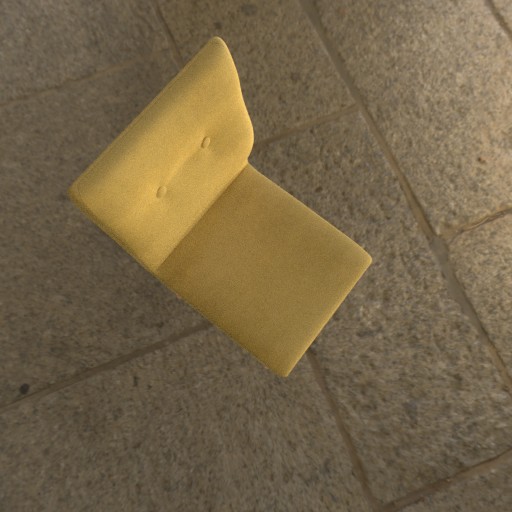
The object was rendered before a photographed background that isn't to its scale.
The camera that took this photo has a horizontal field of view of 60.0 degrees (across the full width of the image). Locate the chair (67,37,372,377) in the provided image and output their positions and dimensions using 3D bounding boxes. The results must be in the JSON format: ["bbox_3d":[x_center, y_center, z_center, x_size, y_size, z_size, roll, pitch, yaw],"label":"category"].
[{"bbox_3d":[0.000,0.000,1.273,0.550,0.965,0.450,37,79,9],"label":"chair"}]
